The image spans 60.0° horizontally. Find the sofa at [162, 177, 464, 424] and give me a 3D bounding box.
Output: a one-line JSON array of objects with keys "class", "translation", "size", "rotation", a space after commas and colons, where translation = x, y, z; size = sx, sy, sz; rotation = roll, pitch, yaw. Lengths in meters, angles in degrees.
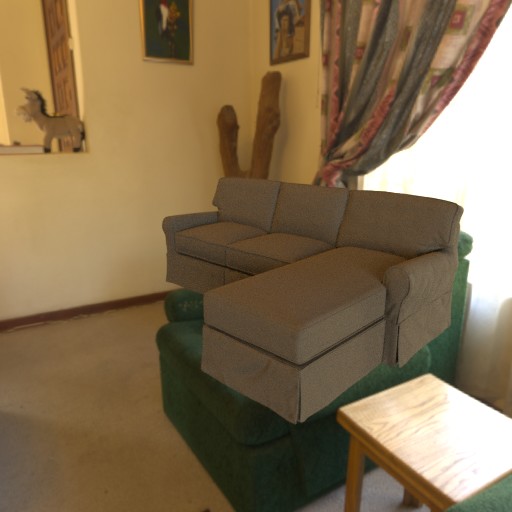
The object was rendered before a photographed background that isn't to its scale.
[{"class": "sofa", "translation": [0.000, 0.000, 3.391], "size": [2.475, 0.978, 1.733], "rotation": [15, 21, 42]}]
